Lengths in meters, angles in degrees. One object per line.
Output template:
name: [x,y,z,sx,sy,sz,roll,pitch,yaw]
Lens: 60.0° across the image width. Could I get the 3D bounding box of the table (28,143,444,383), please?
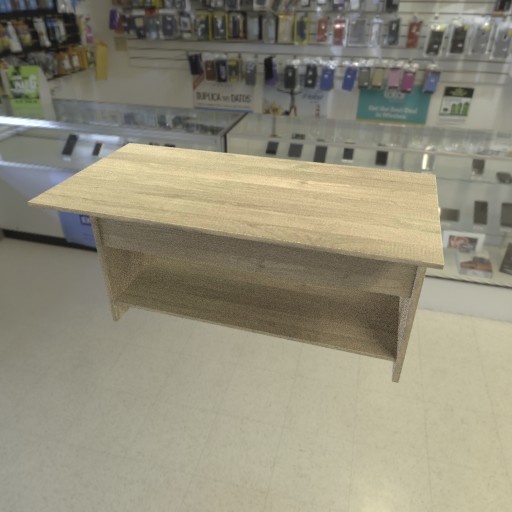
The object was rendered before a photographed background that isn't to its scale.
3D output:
table: [0.000,0.000,1.444,1.000,0.570,0.712,9,33,14]
